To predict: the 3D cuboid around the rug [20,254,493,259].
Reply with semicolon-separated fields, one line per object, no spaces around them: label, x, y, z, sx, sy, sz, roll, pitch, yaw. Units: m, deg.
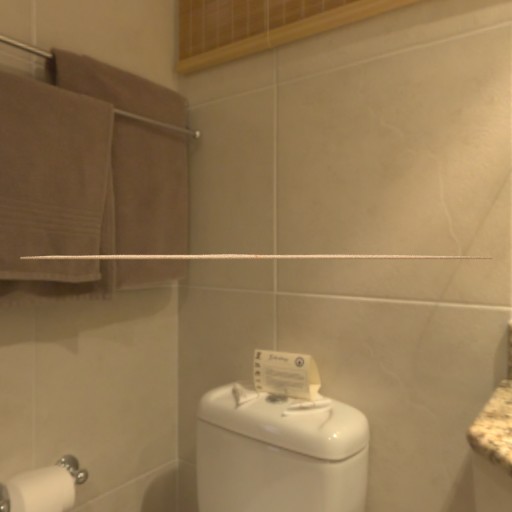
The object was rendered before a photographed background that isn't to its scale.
rug;0.000;0.000;2.323;1.825;0.015;1.232;0;0;0
